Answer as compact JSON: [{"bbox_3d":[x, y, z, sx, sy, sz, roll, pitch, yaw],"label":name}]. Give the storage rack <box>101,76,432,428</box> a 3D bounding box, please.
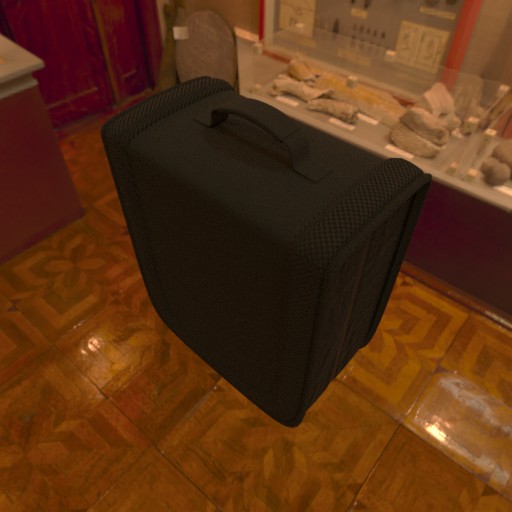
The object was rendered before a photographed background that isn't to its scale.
[{"bbox_3d":[0.000,0.000,0.544,0.297,0.387,0.168,34,55,27],"label":"storage rack"}]
